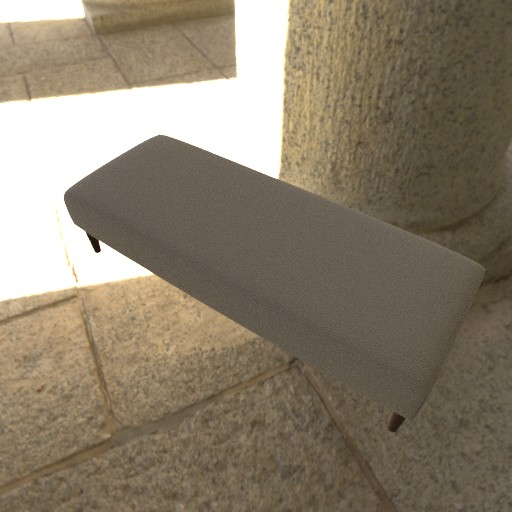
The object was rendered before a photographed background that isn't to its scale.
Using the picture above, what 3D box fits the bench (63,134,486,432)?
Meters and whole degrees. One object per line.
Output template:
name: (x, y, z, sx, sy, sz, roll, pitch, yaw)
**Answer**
bench: (0.000, 0.000, 1.846, 1.609, 0.393, 0.646, 27, 51, 24)
